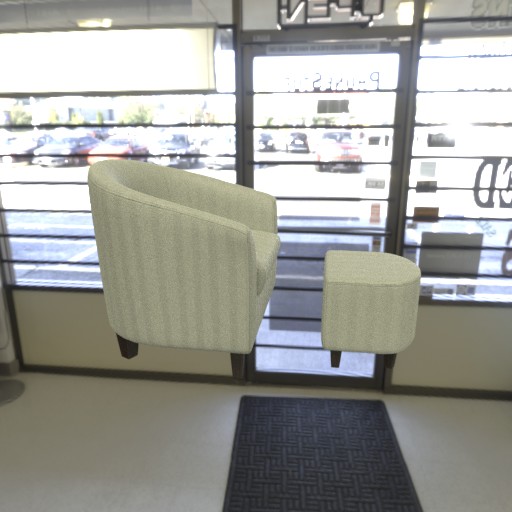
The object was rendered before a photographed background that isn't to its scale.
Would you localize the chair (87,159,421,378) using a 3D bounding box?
[{"bbox_3d":[0.000,0.000,1.807,1.288,0.757,0.756,3,16,9],"label":"chair"}]
